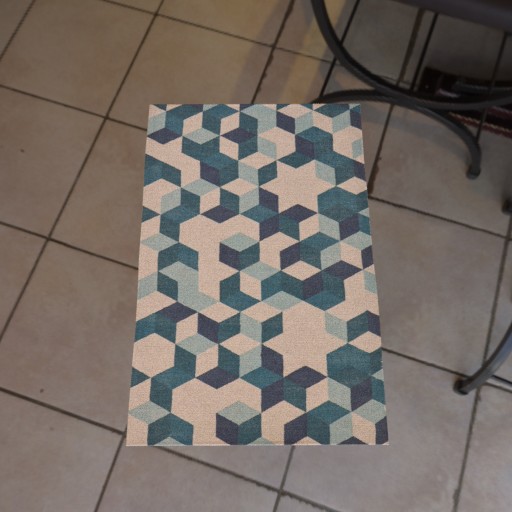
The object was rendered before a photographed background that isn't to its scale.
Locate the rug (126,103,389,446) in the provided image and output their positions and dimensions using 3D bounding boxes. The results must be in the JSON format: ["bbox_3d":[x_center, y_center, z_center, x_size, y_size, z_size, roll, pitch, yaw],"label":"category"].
[{"bbox_3d":[0.000,0.000,2.312,1.235,0.014,1.829,0,74,0],"label":"rug"}]
